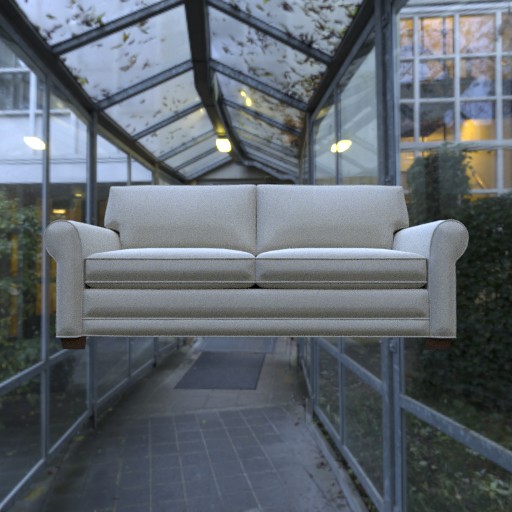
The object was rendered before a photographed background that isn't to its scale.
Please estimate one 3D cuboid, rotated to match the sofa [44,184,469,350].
[{"bbox_3d":[0.000,0.000,2.658,2.146,0.962,0.901,0,-1,0],"label":"sofa"}]
